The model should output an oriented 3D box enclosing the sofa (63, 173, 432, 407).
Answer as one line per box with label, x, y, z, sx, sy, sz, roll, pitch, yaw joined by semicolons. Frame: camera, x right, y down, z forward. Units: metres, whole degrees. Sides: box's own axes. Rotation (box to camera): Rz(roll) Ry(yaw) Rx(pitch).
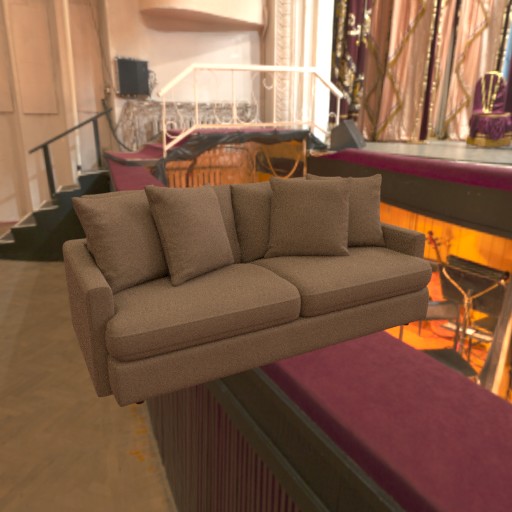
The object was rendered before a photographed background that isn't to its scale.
sofa;0.000;0.000;3.103;2.380;1.084;1.228;-9;19;-27
